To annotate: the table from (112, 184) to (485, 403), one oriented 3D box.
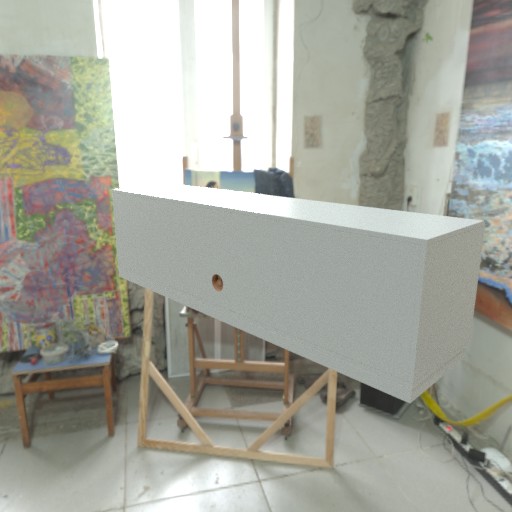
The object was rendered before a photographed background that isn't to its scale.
[{"bbox_3d":[0.000,0.000,1.760,0.400,0.440,1.550,-14,20,-43],"label":"table"}]
